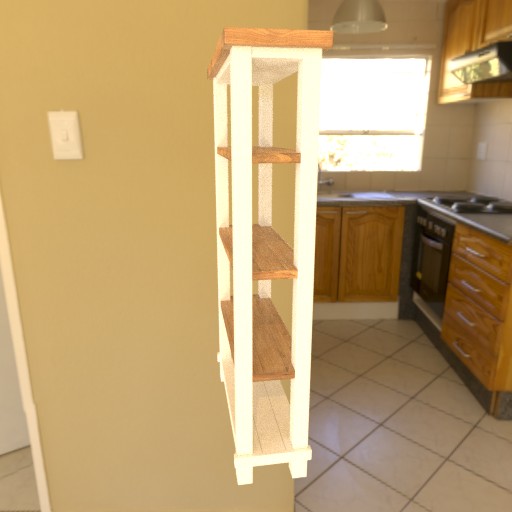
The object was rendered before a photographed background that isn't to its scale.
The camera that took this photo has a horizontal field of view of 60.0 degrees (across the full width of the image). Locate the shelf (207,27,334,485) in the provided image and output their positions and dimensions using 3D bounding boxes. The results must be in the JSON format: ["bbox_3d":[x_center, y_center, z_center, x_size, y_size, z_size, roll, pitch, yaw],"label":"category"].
[{"bbox_3d":[0.000,0.000,2.241,0.381,1.878,1.022,-2,16,-9],"label":"shelf"}]
